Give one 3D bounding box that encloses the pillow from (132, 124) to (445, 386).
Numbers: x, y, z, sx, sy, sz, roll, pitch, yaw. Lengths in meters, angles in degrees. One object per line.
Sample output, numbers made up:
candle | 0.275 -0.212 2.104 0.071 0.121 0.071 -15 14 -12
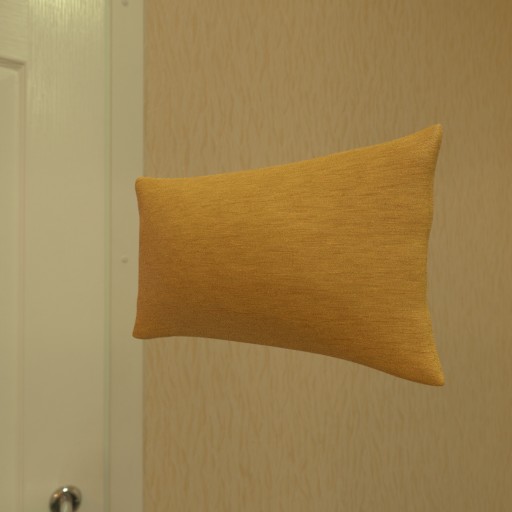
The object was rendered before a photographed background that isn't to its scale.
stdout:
pillow | 0.000 0.000 0.785 0.634 0.354 0.210 0 -1 36
